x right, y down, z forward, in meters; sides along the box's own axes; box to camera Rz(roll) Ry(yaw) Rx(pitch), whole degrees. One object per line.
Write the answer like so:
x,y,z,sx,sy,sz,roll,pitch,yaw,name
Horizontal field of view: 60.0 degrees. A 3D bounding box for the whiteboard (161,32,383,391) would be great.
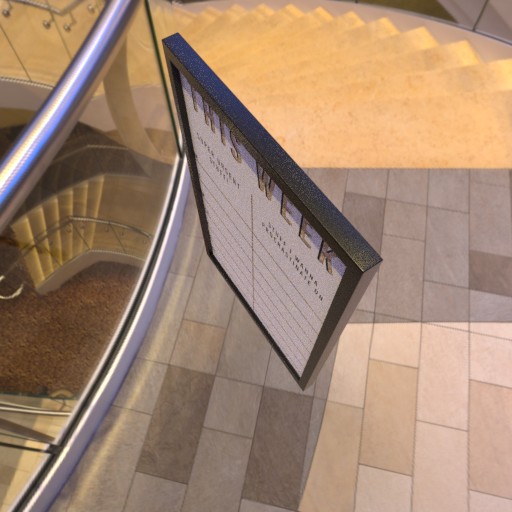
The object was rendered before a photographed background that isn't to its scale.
0.000,0.000,0.775,0.026,0.611,0.406,-31,67,-15,whiteboard
